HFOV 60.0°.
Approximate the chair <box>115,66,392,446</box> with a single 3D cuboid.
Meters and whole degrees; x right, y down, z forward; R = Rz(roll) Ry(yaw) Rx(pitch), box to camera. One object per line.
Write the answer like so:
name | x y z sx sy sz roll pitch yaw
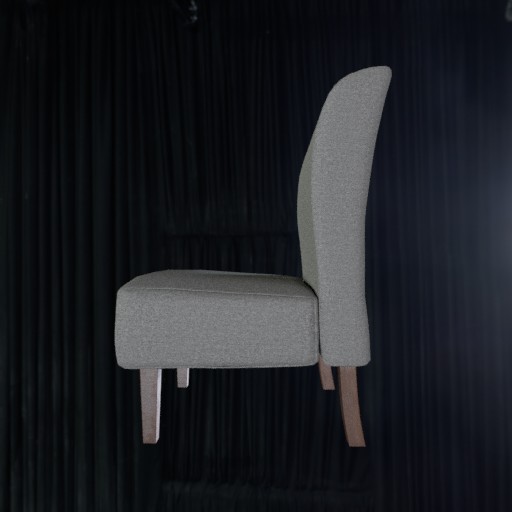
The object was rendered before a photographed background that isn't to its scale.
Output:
chair | 0.000 0.000 1.156 0.592 0.804 0.513 0 0 1
